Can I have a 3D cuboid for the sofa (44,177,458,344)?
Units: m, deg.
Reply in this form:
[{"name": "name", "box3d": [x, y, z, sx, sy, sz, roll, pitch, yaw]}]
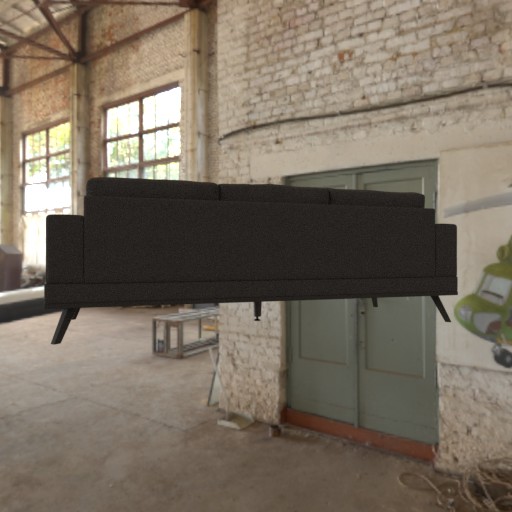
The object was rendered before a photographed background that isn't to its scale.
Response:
[{"name": "sofa", "box3d": [0.000, 0.000, 2.781, 2.310, 0.810, 0.920, 0, 0, -17]}]
